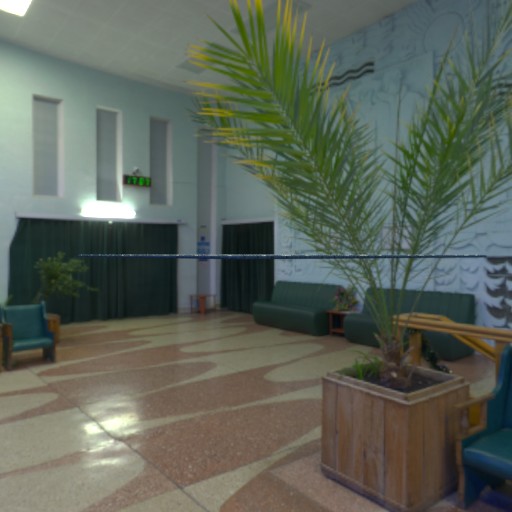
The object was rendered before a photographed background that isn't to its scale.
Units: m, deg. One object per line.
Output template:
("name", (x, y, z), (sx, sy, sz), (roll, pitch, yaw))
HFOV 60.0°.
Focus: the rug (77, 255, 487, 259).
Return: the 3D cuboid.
("rug", (0.000, 0.000, 3.879), (2.270, 0.020, 2.881), (0, 0, -36))
